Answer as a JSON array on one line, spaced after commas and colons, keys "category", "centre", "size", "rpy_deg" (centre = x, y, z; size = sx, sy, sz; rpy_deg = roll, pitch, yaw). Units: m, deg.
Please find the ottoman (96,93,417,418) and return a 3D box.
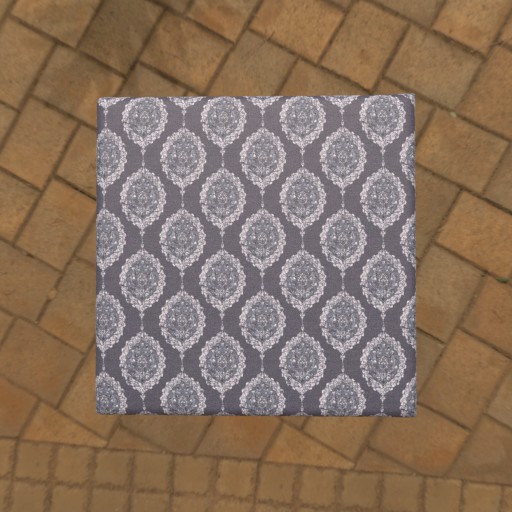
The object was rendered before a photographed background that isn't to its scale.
[{"category": "ottoman", "centre": [0.000, 0.000, 1.370], "size": [0.889, 0.409, 0.890], "rpy_deg": [0, 89, 1]}]
